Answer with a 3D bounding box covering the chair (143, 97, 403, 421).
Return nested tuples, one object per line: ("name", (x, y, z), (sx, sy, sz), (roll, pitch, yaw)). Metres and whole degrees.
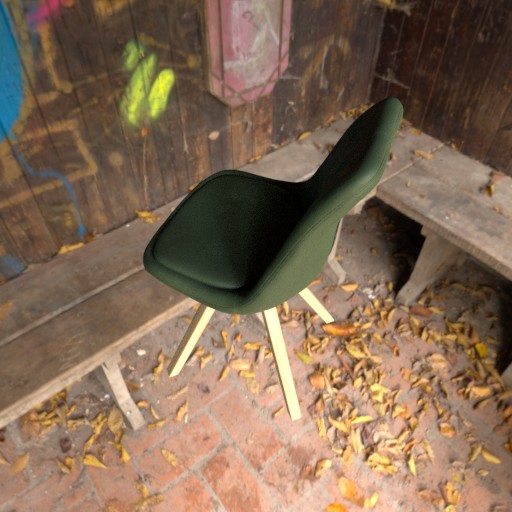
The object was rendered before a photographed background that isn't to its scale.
("chair", (0.000, 0.000, 1.185), (0.547, 0.865, 0.483), (16, 49, 15))
